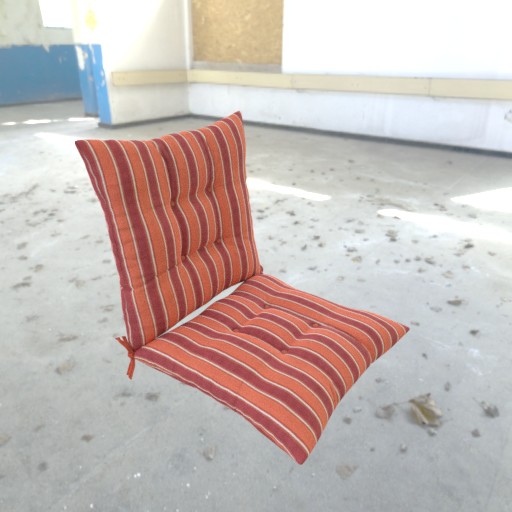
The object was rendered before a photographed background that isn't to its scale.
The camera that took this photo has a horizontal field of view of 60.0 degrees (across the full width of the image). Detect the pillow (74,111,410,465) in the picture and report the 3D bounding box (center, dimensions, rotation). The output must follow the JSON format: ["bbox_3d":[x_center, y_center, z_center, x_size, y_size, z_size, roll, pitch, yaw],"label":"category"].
[{"bbox_3d":[0.000,0.000,0.996,0.585,0.536,0.541,18,31,33],"label":"pillow"}]
